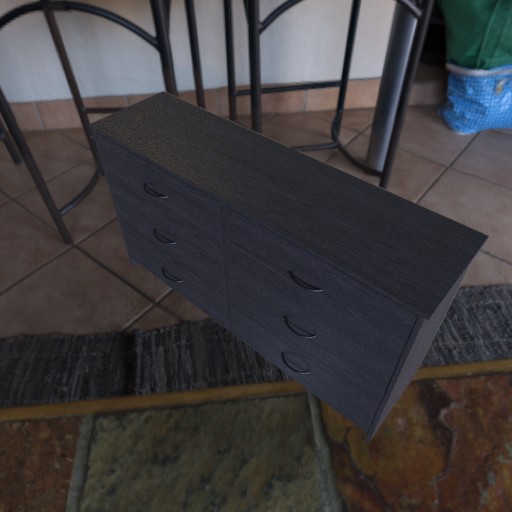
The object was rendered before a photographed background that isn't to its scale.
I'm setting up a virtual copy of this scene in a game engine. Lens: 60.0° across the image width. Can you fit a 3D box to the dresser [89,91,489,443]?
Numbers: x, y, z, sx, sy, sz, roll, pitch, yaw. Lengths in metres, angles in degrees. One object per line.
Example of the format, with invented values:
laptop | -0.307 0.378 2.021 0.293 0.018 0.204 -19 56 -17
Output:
dresser | 0.000 0.000 1.700 1.360 0.755 0.401 32 53 27
